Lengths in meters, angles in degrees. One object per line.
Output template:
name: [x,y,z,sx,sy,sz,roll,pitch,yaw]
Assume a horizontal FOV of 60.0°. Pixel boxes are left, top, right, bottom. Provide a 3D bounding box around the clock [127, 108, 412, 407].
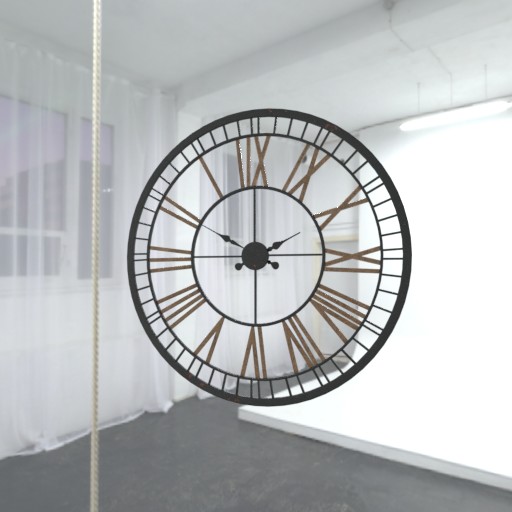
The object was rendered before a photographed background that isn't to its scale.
clock: [0.000,0.000,1.270,0.843,0.843,0.025,-1,-2,18]
